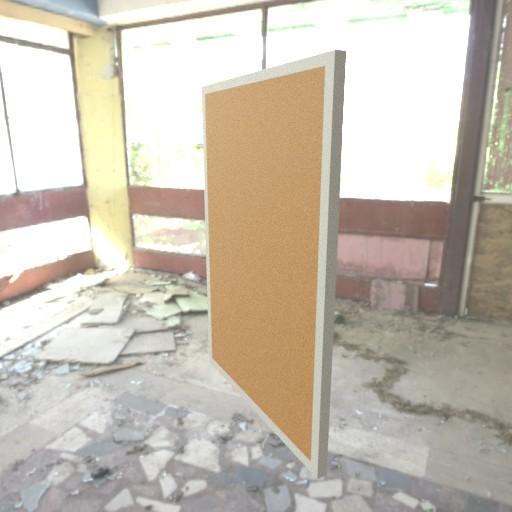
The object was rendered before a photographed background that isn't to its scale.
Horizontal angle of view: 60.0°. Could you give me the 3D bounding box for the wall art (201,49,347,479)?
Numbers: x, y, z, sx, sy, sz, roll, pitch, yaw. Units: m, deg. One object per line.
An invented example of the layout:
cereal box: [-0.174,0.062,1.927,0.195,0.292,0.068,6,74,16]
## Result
wall art: [0.000,0.000,0.561,0.013,0.433,0.303,-8,16,-28]
